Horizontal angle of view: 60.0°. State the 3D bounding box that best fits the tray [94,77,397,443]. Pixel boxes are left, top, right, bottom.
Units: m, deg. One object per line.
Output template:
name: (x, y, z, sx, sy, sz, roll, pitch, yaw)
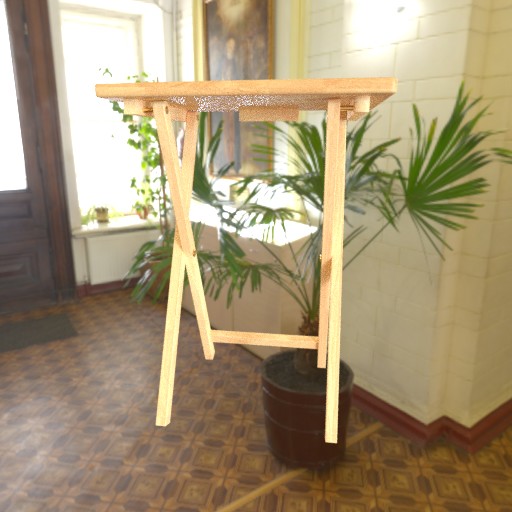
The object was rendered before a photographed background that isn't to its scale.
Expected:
tray: (0.000, 0.000, 0.951, 0.483, 0.660, 0.381, 2, 15, 8)
